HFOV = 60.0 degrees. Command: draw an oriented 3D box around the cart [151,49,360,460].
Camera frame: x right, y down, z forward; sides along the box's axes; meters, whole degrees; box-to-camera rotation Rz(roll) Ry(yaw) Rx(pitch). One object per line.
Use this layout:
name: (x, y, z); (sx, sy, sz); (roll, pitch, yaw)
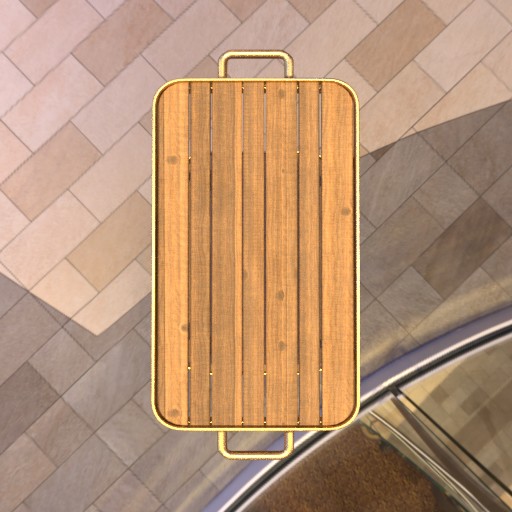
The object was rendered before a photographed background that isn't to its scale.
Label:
cart: (0.000, 0.000, 1.215); (0.524, 0.700, 0.806); (0, 89, 0)
